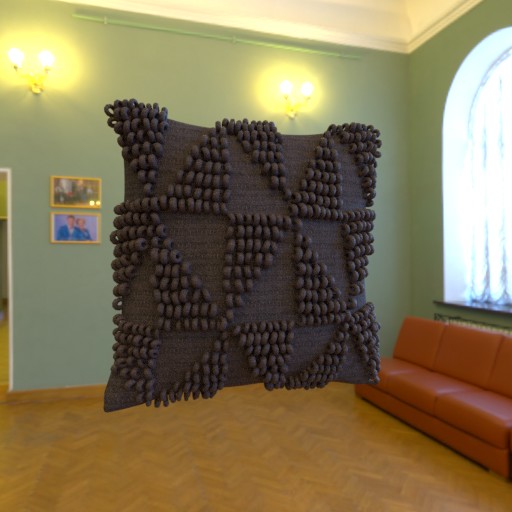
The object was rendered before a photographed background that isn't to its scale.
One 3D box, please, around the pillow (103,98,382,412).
[{"bbox_3d":[0.000,0.000,0.722,0.470,0.467,0.172,0,0,-18],"label":"pillow"}]
